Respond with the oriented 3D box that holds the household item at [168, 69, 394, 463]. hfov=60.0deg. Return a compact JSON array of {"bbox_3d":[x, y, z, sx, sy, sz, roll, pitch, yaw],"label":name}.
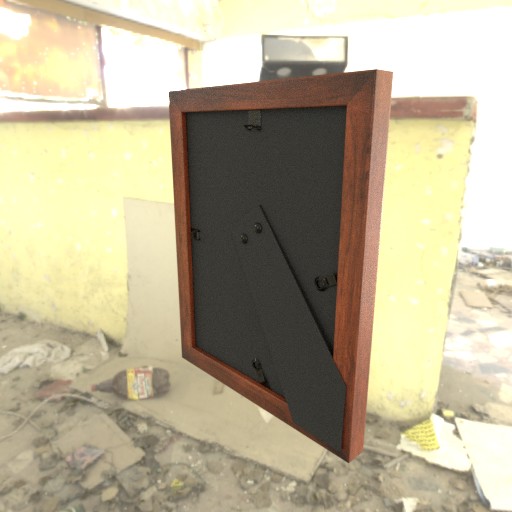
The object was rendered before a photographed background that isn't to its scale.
[{"bbox_3d":[0.000,0.000,0.343,0.020,0.250,0.200,-15,22,-41],"label":"household item"}]
